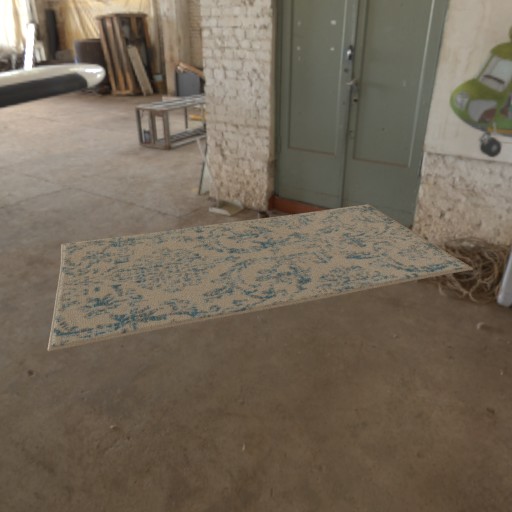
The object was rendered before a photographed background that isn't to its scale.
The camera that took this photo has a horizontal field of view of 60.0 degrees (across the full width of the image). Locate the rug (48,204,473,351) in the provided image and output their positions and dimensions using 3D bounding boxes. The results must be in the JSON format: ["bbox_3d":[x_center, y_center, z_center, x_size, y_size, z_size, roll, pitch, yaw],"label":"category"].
[{"bbox_3d":[0.000,0.000,1.450,1.220,0.007,0.605,-9,28,-17],"label":"rug"}]
